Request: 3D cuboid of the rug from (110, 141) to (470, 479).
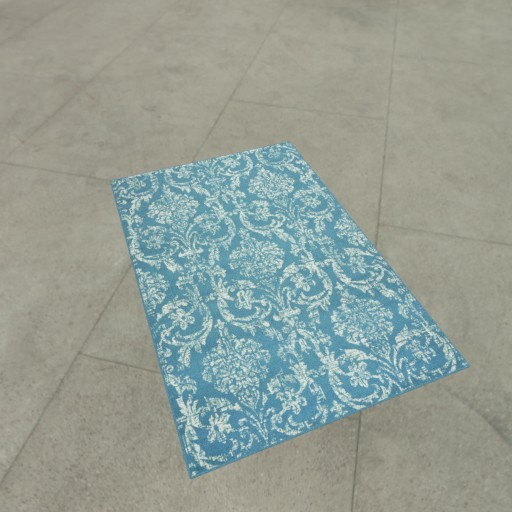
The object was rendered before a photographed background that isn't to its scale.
[{"bbox_3d":[0.000,0.000,3.428,1.816,0.018,2.746,-16,49,-14],"label":"rug"}]
